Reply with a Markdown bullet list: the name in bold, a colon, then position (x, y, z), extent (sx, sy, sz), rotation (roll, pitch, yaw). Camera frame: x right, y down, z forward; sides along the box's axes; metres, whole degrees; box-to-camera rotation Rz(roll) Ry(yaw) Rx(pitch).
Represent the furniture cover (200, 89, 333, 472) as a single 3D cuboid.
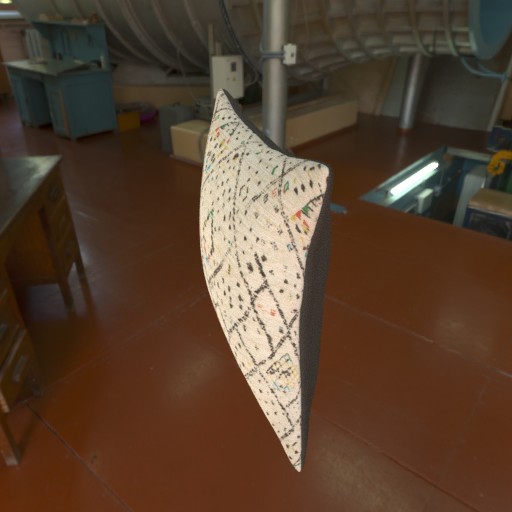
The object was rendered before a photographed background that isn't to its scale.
- **furniture cover**: position (0.000, 0.000, 0.793), extent (0.180, 0.498, 0.525), rotation (-8, 31, -14)
